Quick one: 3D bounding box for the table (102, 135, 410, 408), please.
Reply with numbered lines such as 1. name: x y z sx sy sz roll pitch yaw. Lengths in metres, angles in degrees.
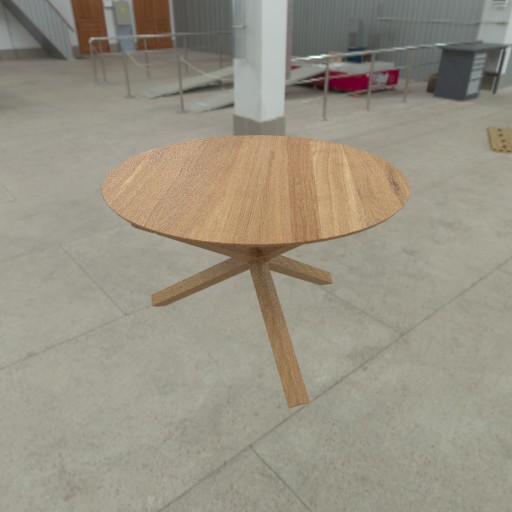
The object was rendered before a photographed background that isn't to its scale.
1. table: 0.000 0.000 1.723 1.038 0.666 1.038 0 30 0
